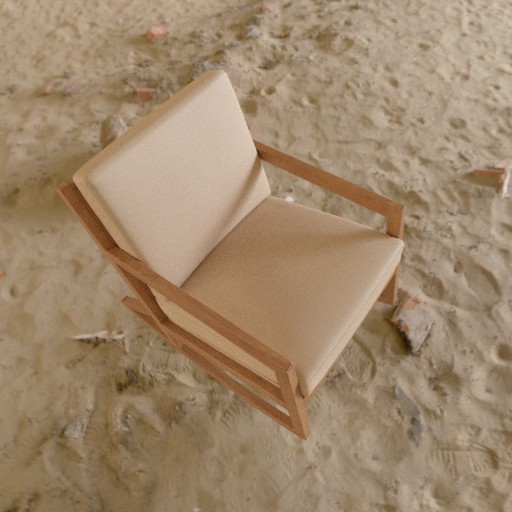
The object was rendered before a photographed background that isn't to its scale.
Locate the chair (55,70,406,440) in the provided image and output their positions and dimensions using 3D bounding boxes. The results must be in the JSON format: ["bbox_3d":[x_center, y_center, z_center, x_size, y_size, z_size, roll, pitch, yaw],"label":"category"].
[{"bbox_3d":[0.000,0.000,1.426,0.857,0.790,0.622,32,63,19],"label":"chair"}]
